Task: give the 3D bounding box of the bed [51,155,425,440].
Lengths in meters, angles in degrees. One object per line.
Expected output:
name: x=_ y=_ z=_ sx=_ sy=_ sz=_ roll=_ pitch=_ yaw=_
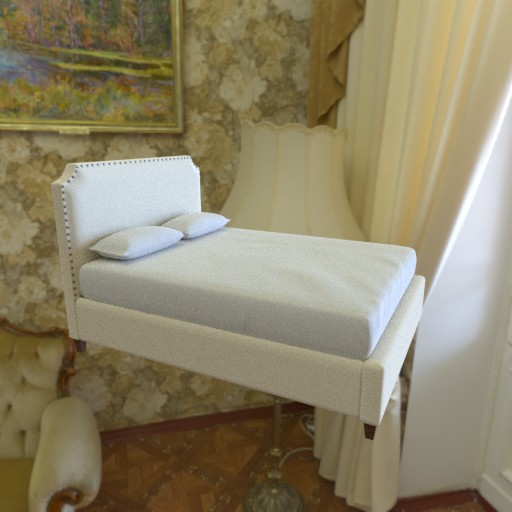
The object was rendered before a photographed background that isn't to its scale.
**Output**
bed: x=0.000 y=0.000 z=3.427 sx=2.329 sy=1.415 sz=1.703 roll=8 pitch=17 yaw=26
